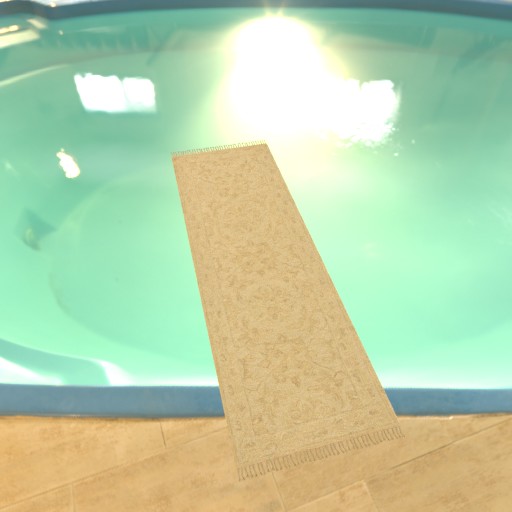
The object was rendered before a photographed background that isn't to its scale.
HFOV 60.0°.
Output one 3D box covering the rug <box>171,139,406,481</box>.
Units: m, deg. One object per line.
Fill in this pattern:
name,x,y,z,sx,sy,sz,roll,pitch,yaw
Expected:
rug,0.000,0.000,2.821,0.795,0.015,2.544,-10,48,-9
